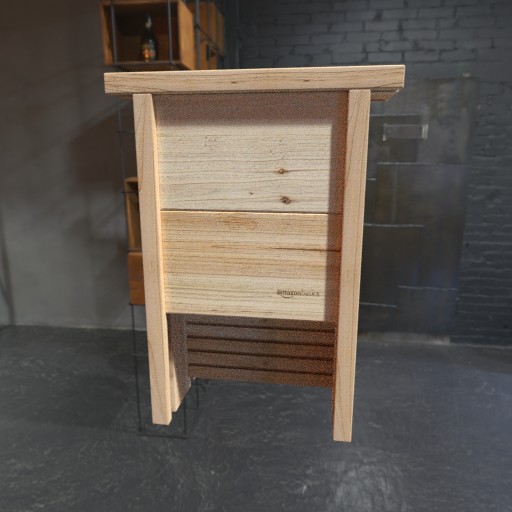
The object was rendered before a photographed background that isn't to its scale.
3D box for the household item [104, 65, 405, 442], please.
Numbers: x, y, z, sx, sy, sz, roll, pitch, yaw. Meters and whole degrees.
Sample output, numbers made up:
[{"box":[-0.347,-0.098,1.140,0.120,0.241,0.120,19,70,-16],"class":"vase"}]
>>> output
[{"box":[0.000,0.000,0.542,0.301,0.407,0.123,2,14,8],"class":"household item"}]
